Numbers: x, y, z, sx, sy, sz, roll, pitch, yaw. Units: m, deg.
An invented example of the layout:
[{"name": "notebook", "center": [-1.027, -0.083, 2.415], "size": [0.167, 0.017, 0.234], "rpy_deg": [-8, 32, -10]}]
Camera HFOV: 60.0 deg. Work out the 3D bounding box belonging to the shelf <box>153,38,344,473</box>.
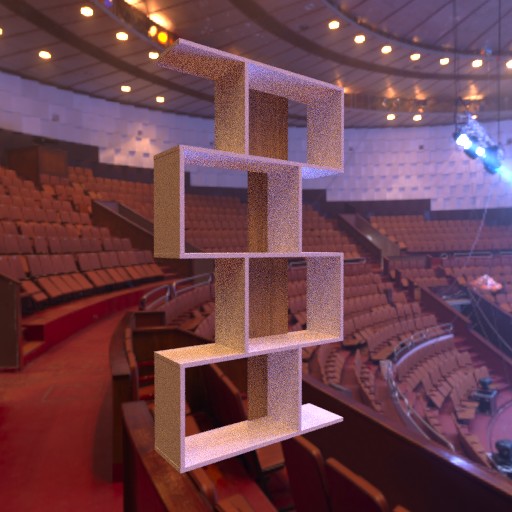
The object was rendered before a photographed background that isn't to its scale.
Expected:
[{"name": "shelf", "center": [0.000, 0.000, 2.039], "size": [0.890, 1.650, 0.250], "rpy_deg": [-1, 1, -36]}]
